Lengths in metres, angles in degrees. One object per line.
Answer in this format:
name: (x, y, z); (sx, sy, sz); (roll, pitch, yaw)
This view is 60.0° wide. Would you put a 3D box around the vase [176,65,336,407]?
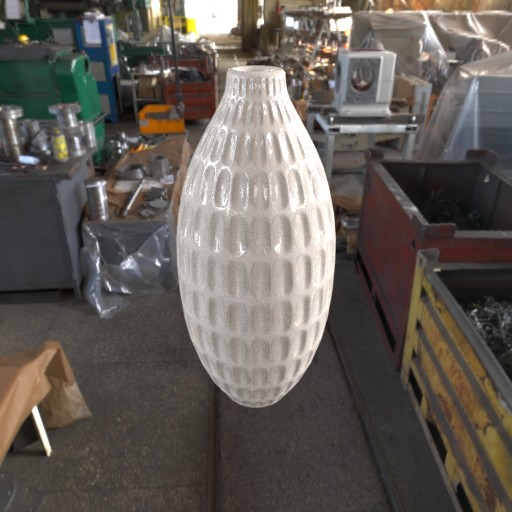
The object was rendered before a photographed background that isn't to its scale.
vase: (0.000, 0.000, 0.360); (0.127, 0.282, 0.127); (0, 29, 0)
